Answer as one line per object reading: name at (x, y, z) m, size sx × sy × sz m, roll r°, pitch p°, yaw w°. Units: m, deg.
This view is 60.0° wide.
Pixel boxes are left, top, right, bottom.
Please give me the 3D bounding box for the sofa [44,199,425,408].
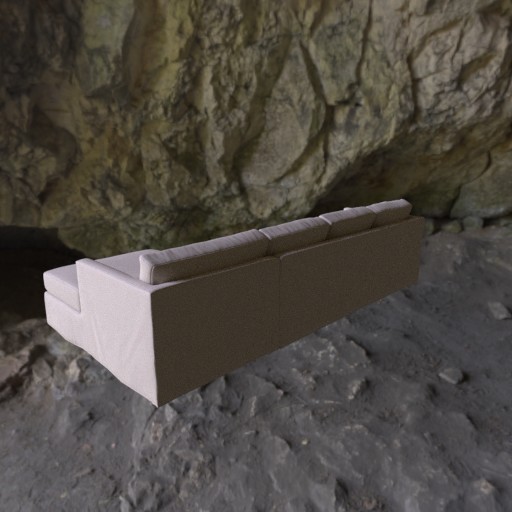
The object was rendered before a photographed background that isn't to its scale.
sofa at (0.000, 0.000, 3.984) m, size 3.206 × 0.871 × 1.622 m, roll -15°, pitch 21°, yaw -43°
